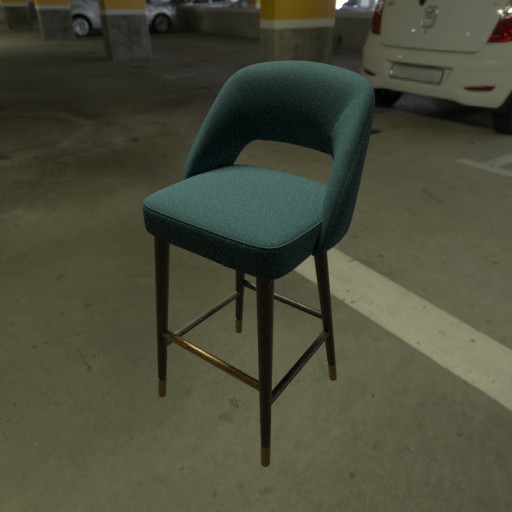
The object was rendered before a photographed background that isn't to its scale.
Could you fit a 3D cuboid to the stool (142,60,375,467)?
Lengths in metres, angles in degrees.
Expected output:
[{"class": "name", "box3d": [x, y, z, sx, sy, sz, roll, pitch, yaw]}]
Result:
[{"class": "stool", "box3d": [0.000, 0.000, 1.329, 0.536, 1.032, 0.522, 21, 36, 31]}]
